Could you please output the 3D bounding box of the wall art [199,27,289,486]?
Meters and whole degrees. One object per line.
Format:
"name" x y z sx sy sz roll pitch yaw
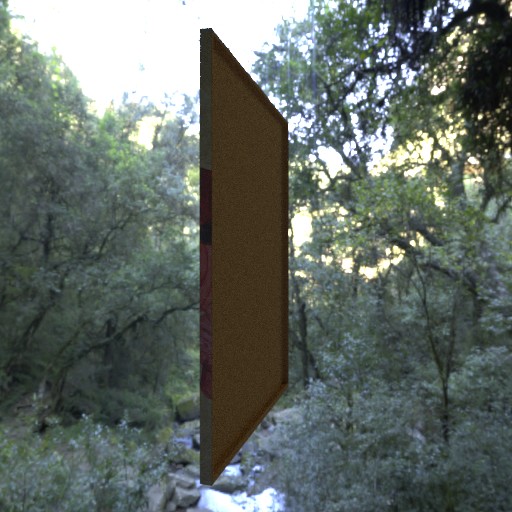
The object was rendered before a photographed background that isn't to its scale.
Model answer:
"wall art" 0.000 0.000 1.346 0.031 1.015 0.762 0 0 17
